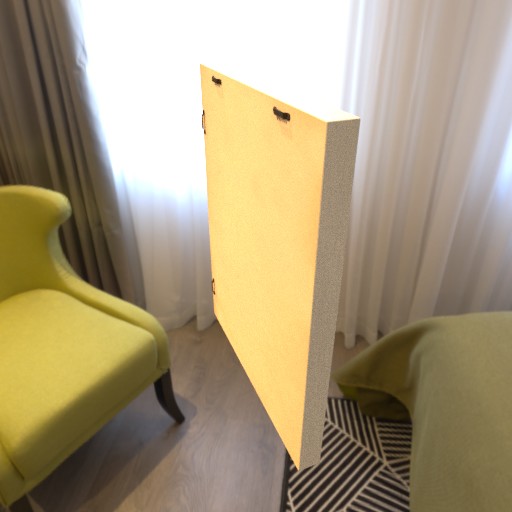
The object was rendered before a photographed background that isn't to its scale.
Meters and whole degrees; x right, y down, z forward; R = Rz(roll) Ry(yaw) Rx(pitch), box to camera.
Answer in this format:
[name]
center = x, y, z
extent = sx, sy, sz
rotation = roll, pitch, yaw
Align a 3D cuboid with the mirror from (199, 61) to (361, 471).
[mirror]
center = 0.000, 0.000, 0.689
extent = 0.041, 0.509, 0.406
rotation = -12, 33, -19
